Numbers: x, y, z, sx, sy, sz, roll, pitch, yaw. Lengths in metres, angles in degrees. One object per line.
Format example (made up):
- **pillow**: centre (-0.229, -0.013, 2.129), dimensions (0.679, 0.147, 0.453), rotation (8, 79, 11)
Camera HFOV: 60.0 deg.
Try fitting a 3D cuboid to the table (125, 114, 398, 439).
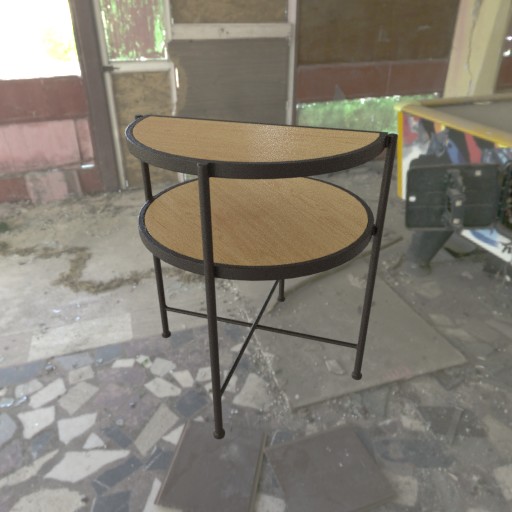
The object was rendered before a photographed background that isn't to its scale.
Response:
- **table**: centre (0.000, 0.000, 1.168), dimensions (0.629, 0.684, 0.628), rotation (9, 31, 15)
